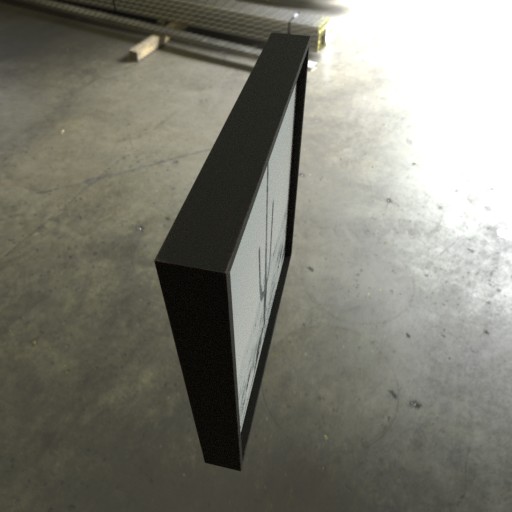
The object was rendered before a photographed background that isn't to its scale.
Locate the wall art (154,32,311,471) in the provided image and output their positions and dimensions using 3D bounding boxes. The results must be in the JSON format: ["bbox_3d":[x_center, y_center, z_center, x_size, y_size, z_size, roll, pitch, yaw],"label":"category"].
[{"bbox_3d":[0.000,0.000,0.436,0.038,0.305,0.305,9,48,9],"label":"wall art"}]
